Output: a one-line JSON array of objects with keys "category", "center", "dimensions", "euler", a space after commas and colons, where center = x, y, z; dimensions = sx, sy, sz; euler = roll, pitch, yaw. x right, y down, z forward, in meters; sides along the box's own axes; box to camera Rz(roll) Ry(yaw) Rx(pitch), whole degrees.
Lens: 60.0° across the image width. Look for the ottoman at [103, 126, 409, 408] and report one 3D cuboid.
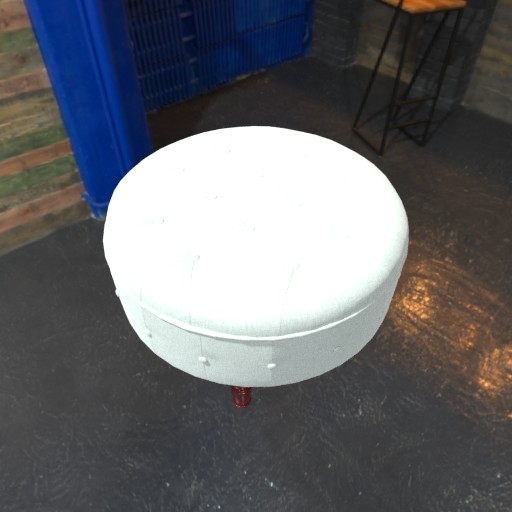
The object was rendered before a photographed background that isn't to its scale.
[{"category": "ottoman", "center": [0.000, 0.000, 1.384], "dimensions": [0.850, 0.483, 0.850], "euler": [0, 45, 0]}]
